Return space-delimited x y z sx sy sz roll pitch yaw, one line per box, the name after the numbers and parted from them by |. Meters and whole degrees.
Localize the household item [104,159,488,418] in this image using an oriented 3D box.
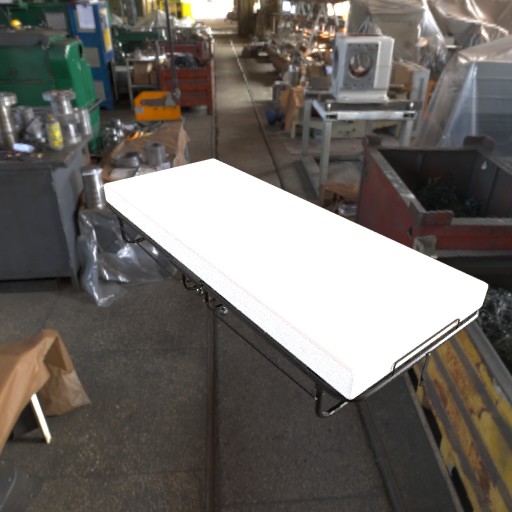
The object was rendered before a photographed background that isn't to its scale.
0.000 0.000 2.151 0.787 0.356 1.905 -22 37 -32 | household item
